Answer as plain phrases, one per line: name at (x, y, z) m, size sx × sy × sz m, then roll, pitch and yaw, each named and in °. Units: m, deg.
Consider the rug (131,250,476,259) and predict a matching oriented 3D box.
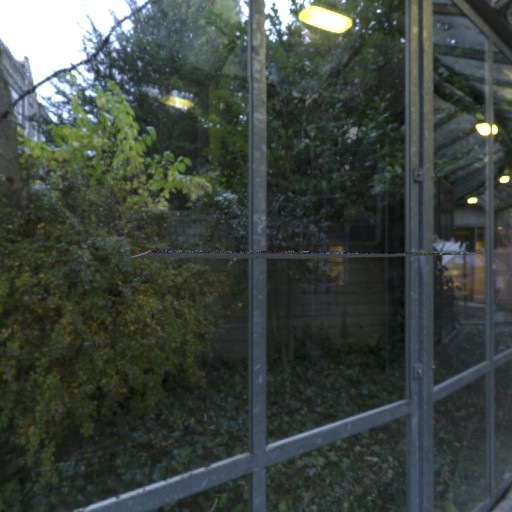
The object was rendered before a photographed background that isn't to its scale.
rug at (0.000, 0.000, 2.329) m, size 1.217 × 0.012 × 1.848 m, roll 0°, pitch -1°, yaw -18°
